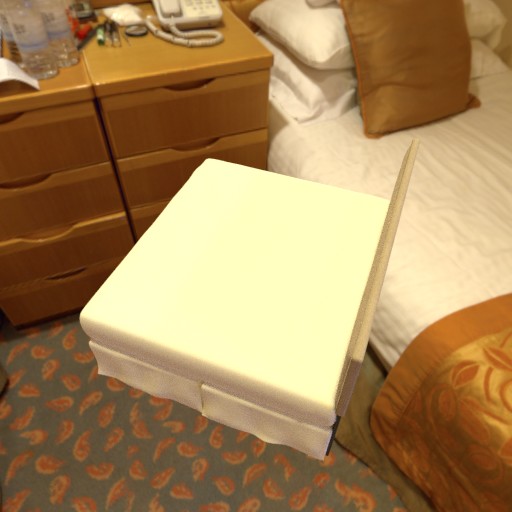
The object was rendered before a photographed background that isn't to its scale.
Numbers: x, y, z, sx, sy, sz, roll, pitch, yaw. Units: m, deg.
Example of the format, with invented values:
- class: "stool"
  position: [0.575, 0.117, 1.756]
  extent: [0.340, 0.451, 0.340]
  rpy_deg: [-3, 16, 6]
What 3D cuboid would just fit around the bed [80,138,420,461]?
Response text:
- class: "bed"
  position: [0.000, 0.000, 3.487]
  extent: [1.914, 1.346, 2.170]
  rpy_deg: [16, 49, 15]
